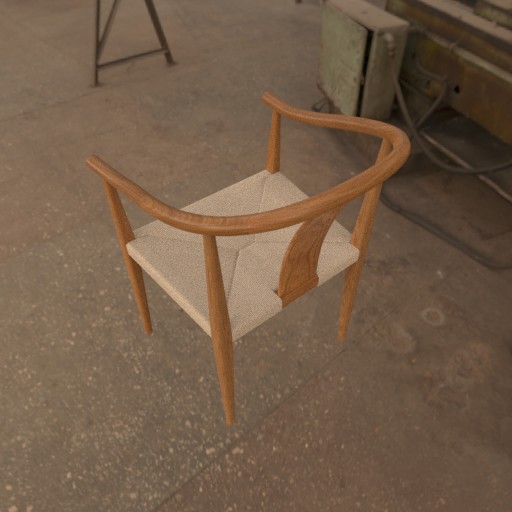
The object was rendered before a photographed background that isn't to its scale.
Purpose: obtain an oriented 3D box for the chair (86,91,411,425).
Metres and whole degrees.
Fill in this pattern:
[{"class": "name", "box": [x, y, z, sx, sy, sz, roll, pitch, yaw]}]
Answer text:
[{"class": "chair", "box": [0.000, 0.000, 1.173, 0.556, 0.800, 0.579, -30, 52, -26]}]
